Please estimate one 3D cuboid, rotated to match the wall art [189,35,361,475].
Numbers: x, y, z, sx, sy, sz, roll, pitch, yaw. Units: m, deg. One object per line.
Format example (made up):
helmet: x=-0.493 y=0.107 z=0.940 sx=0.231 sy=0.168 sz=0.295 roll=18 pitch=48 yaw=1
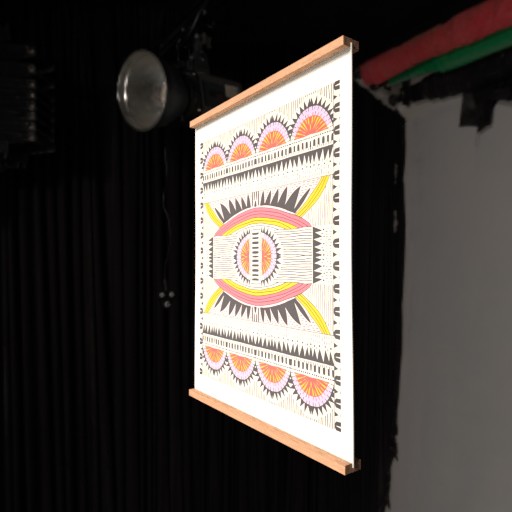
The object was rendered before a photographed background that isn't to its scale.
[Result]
wall art: x=0.000 y=0.000 z=0.701 sx=0.028 sy=0.527 sz=0.403 roll=1 pitch=-1 yaw=-36
